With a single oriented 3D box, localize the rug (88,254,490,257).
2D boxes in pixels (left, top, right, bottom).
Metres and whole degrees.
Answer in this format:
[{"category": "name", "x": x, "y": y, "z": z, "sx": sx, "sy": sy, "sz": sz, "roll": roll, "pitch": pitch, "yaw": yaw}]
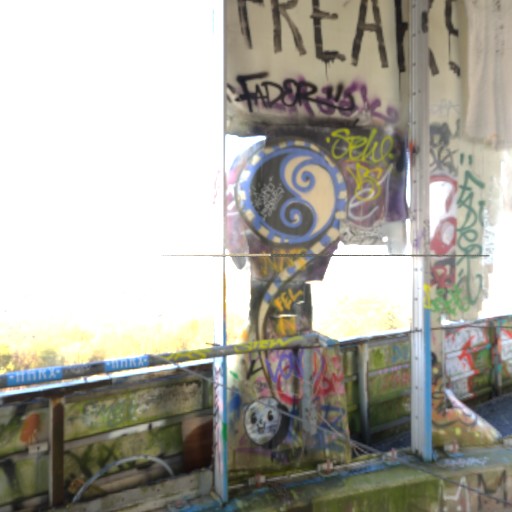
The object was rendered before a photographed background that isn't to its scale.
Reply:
[{"category": "rug", "x": 0.000, "y": 0.000, "z": 2.336, "sx": 1.221, "sy": 0.006, "sz": 1.827, "roll": 0, "pitch": 0, "yaw": -36}]
